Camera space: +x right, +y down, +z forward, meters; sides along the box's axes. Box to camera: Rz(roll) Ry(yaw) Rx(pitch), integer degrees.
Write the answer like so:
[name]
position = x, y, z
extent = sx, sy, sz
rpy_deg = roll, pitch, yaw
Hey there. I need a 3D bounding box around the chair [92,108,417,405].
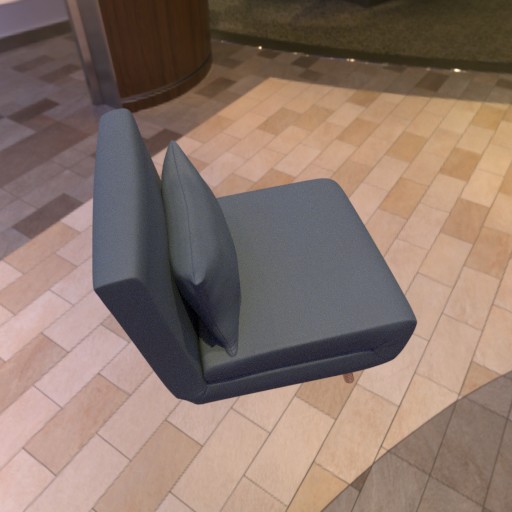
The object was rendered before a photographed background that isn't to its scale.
[chair]
position = 0.000, 0.000, 1.533
extent = 0.900, 0.808, 0.770
rpy_deg = -9, 47, -9
